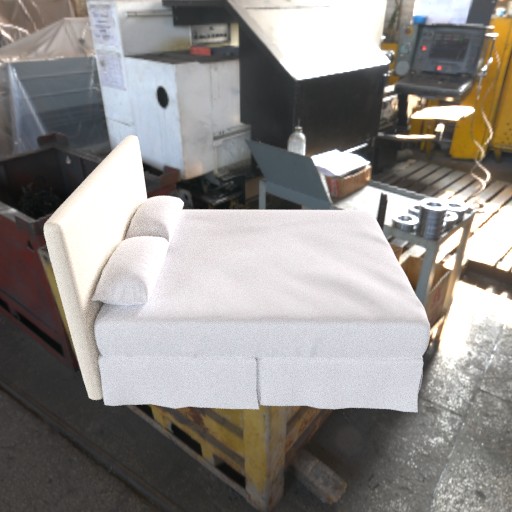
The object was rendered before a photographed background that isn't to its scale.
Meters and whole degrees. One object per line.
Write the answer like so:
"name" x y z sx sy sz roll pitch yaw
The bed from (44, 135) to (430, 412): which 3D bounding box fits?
"bed" 0.000 0.000 3.212 2.142 1.330 1.713 0 31 0
